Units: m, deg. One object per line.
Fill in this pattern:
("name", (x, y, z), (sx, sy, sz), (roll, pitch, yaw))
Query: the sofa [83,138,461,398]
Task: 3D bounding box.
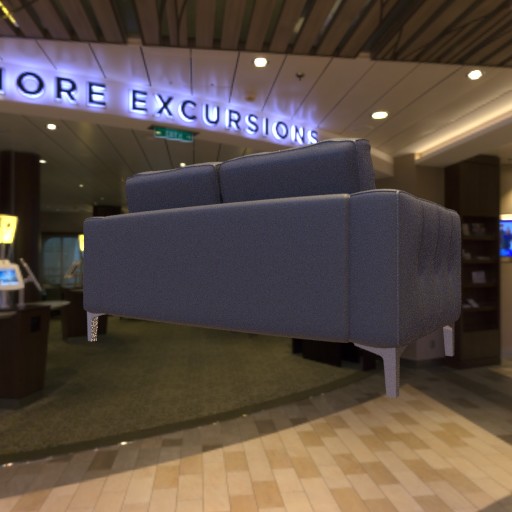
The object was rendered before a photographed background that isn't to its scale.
("sofa", (0.000, 0.000, 2.171), (1.726, 0.893, 0.833), (0, -1, 36))
